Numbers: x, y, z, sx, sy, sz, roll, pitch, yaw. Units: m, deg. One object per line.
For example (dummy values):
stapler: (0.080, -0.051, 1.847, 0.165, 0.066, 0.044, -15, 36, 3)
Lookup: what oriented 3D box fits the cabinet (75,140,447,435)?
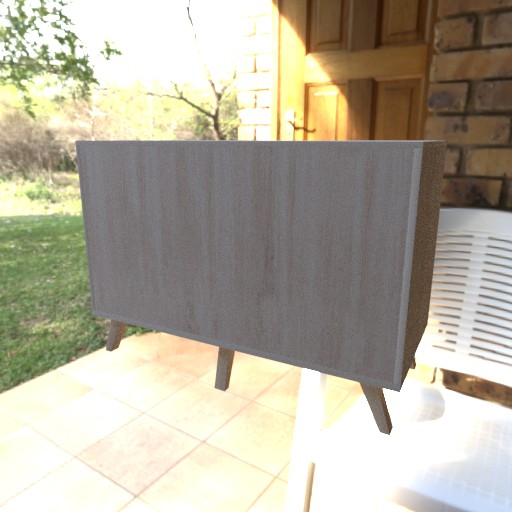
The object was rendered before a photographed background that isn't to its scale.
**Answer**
cabinet: (0.000, 0.000, 1.548, 1.110, 0.780, 0.500, 8, 17, 27)
